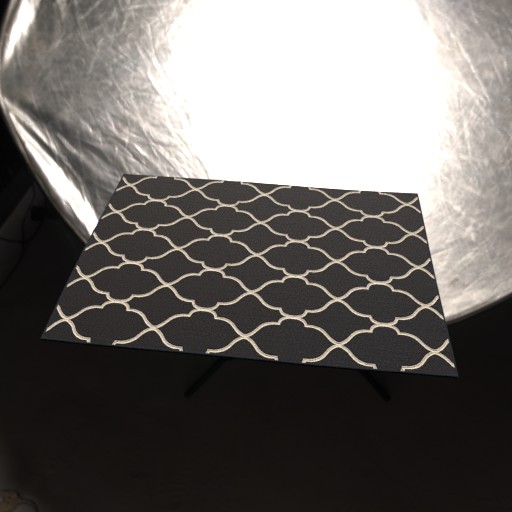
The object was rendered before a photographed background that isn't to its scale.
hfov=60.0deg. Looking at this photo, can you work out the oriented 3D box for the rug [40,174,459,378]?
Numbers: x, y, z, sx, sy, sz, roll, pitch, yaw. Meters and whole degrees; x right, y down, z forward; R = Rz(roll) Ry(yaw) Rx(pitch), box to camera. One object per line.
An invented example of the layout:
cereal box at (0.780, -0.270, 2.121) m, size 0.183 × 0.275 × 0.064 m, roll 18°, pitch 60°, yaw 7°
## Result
rug at (0.000, 0.000, 2.906) m, size 2.294 × 0.014 × 1.528 m, roll 4°, pitch 48°, yaw 4°
